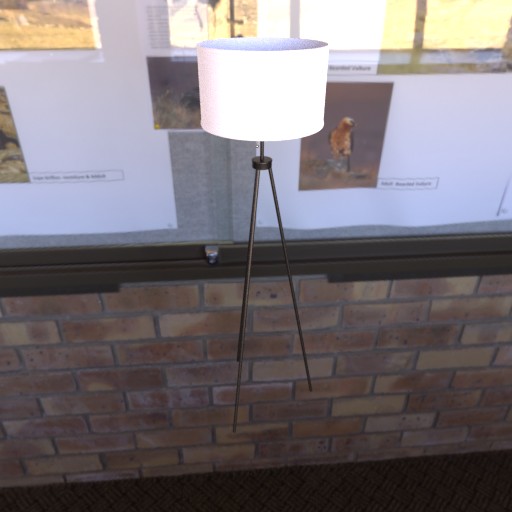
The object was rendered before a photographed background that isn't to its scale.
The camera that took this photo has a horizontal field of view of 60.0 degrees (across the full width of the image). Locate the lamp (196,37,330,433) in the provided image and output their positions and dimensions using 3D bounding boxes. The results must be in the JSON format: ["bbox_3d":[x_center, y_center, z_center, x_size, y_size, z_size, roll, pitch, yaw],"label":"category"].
[{"bbox_3d":[0.000,0.000,1.774,0.448,1.545,0.458,-21,37,-31],"label":"lamp"}]
